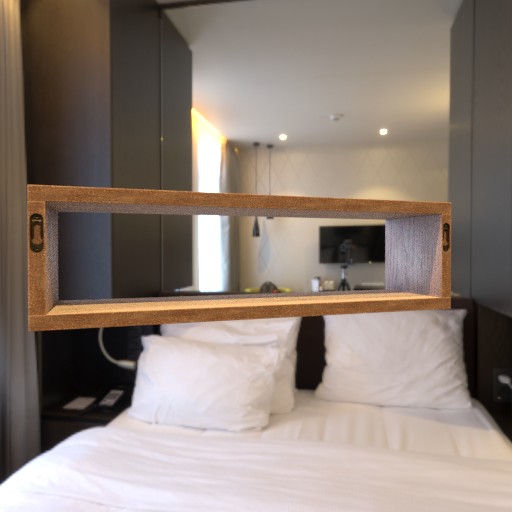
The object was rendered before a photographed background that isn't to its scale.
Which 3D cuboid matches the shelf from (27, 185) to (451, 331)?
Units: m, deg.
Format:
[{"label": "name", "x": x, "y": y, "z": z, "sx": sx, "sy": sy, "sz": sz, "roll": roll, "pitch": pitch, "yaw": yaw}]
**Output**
[{"label": "shelf", "x": 0.000, "y": 0.000, "z": 0.683, "sx": 0.610, "sy": 0.170, "sz": 0.150, "roll": 0, "pitch": 1, "yaw": -19}]
